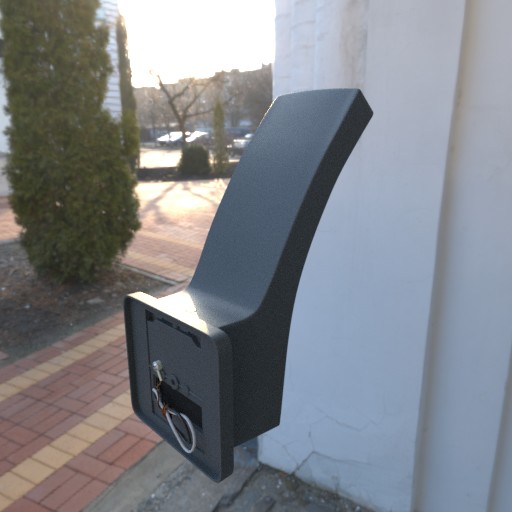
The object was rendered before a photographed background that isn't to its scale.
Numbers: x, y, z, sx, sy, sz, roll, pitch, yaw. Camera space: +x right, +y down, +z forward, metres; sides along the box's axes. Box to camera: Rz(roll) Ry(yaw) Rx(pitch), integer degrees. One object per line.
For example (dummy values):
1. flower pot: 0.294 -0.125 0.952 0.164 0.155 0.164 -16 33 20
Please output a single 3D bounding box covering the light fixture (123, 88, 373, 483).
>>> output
1. light fixture: 0.000 0.000 0.332 0.174 0.243 0.108 -14 21 -42
